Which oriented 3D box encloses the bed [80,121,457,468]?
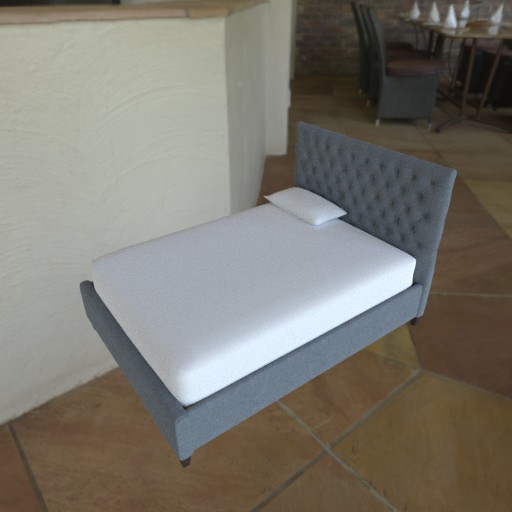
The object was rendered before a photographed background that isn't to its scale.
[{"bbox_3d":[0.000,0.000,3.466,2.335,1.411,1.698,-21,37,-30],"label":"bed"}]
